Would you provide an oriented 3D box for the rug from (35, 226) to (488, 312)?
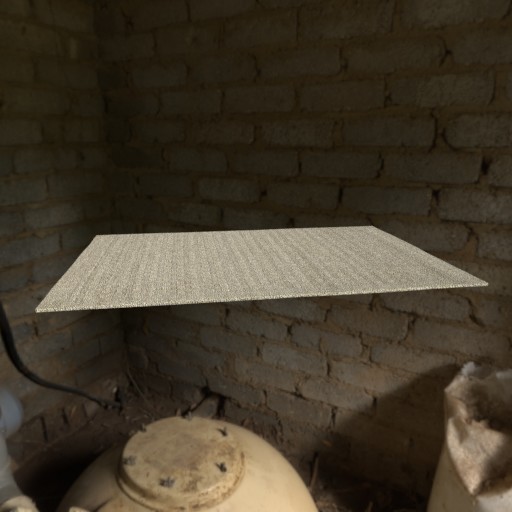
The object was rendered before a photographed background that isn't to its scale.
[{"bbox_3d":[0.000,0.000,2.927,2.297,0.018,1.532,-2,16,-9],"label":"rug"}]
